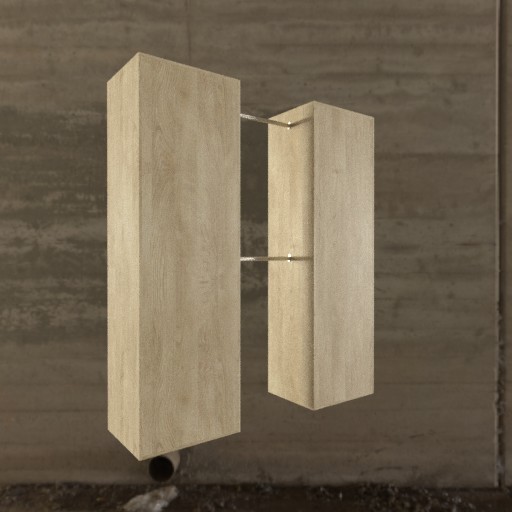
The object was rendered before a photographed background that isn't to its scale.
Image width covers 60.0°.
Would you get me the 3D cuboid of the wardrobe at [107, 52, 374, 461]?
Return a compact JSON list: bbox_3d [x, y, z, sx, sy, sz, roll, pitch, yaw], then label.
[{"bbox_3d":[0.000,0.000,2.884,1.770,2.000,0.480,0,0,-36],"label":"wardrobe"}]
